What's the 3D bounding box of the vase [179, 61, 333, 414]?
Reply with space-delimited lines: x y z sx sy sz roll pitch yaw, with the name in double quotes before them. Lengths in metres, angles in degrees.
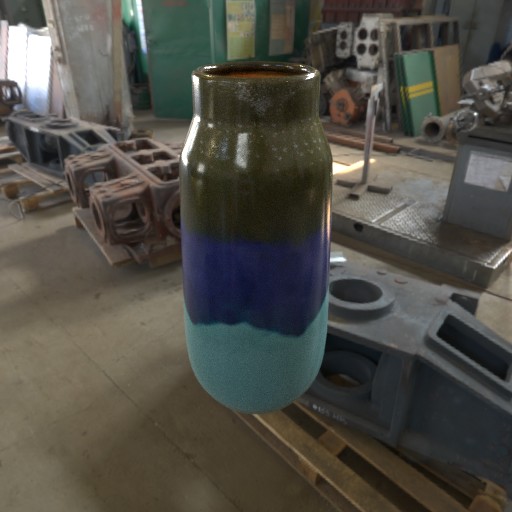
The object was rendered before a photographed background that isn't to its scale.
"vase" 0.000 0.000 0.398 0.139 0.313 0.139 0 30 0
